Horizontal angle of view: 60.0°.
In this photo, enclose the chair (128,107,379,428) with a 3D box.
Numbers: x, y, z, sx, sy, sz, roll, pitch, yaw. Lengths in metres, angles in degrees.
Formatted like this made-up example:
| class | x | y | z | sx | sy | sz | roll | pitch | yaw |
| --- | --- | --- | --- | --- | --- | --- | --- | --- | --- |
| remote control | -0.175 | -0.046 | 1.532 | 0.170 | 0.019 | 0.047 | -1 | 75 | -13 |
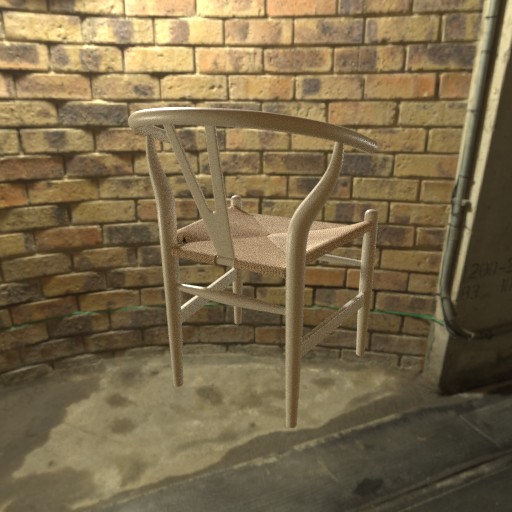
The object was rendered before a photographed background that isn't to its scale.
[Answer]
| class | x | y | z | sx | sy | sz | roll | pitch | yaw |
| --- | --- | --- | --- | --- | --- | --- | --- | --- | --- |
| chair | 0.000 | 0.000 | 1.154 | 0.569 | 0.730 | 0.579 | 10 | 21 | 28 |
